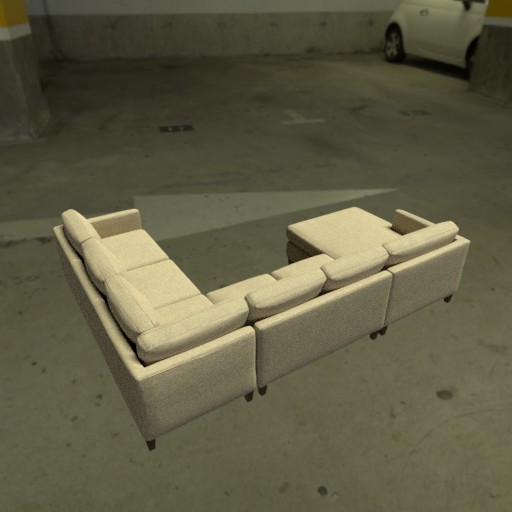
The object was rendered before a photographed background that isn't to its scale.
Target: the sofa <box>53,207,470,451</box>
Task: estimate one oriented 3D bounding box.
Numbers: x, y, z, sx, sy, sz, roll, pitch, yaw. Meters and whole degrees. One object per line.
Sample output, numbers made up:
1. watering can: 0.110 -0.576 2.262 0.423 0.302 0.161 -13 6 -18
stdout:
1. sofa: 0.000 0.000 4.627 3.460 0.959 2.593 -18 35 -28
